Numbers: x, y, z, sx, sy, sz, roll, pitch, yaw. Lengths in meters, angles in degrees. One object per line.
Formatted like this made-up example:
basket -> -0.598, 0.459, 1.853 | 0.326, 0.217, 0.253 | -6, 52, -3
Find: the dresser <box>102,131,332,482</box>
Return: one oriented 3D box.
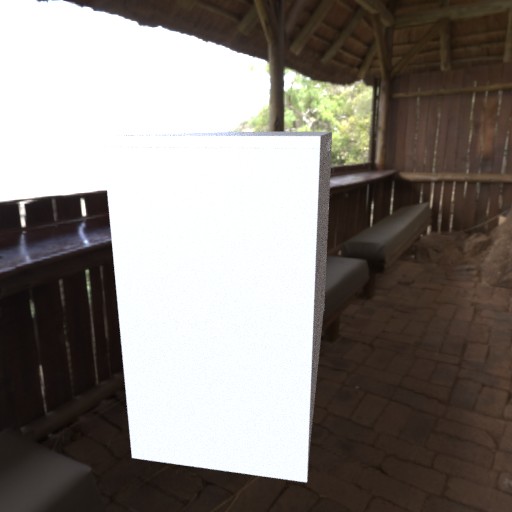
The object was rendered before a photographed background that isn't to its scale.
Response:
dresser -> 0.000, 0.000, 1.533 | 0.460, 0.820, 1.100 | 3, 16, 10
